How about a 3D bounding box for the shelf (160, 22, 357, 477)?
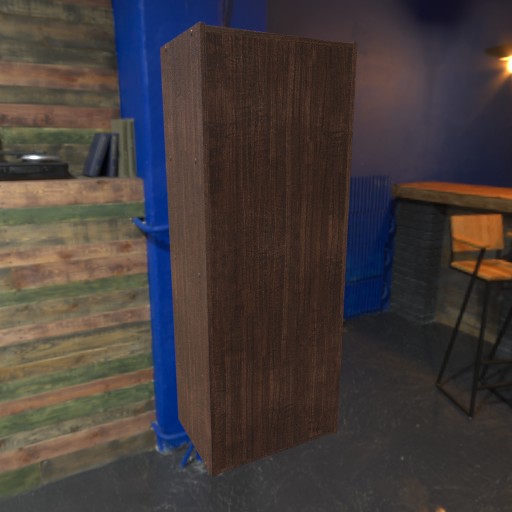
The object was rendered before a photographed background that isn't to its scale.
[{"bbox_3d":[0.000,0.000,1.255,0.415,1.099,0.290,-7,16,-27],"label":"shelf"}]
